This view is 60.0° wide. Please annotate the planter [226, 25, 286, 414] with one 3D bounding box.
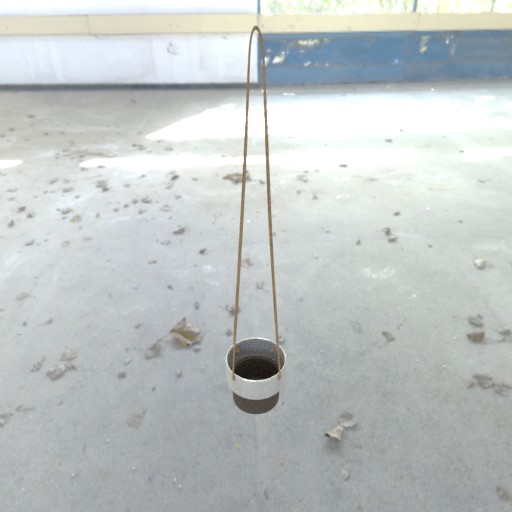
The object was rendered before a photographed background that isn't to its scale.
[{"bbox_3d":[0.000,0.000,1.160,0.187,1.073,0.187,-1,32,-1],"label":"planter"}]
